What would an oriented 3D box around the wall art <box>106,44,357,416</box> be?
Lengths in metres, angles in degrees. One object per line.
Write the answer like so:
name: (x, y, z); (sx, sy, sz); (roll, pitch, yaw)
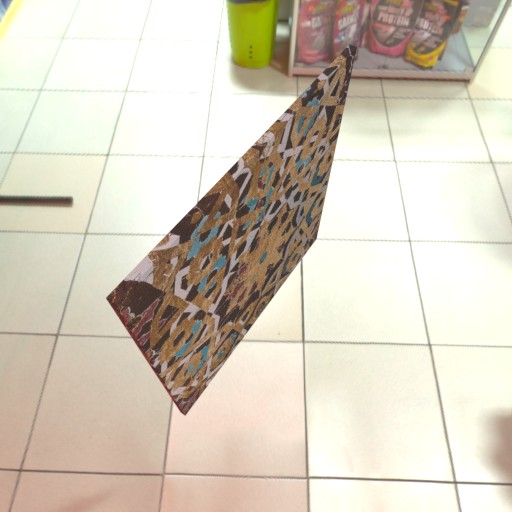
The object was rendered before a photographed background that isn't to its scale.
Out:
wall art: (0.000, 0.000, 0.608); (0.010, 0.406, 0.404); (30, 63, 17)
